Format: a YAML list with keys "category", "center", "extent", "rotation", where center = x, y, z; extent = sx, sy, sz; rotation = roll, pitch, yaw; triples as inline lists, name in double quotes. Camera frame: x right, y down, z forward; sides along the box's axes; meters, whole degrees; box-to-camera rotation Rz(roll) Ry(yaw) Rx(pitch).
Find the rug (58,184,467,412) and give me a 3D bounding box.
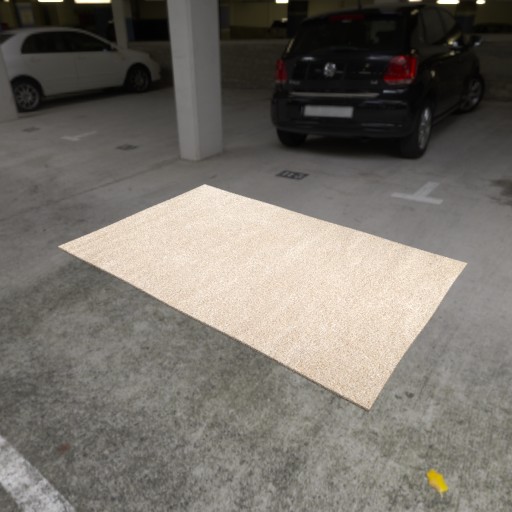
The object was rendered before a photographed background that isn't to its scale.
- category: "rug"
  center: [0.000, 0.000, 3.011]
  extent: [2.346, 0.025, 1.500]
  rotation: [21, 36, 32]
